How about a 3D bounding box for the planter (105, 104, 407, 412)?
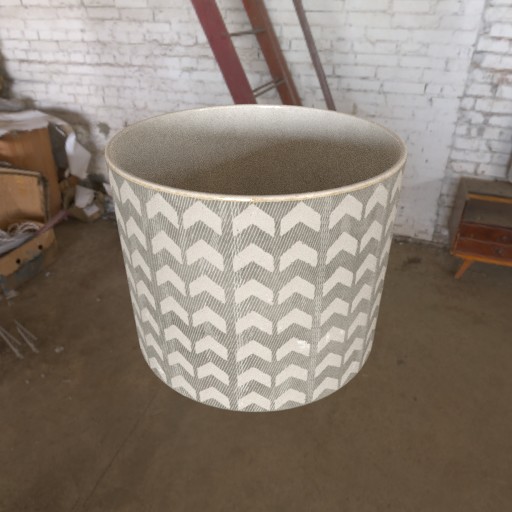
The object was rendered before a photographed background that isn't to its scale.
[{"bbox_3d":[0.000,0.000,0.336,0.190,0.181,0.190,0,32,0],"label":"planter"}]
